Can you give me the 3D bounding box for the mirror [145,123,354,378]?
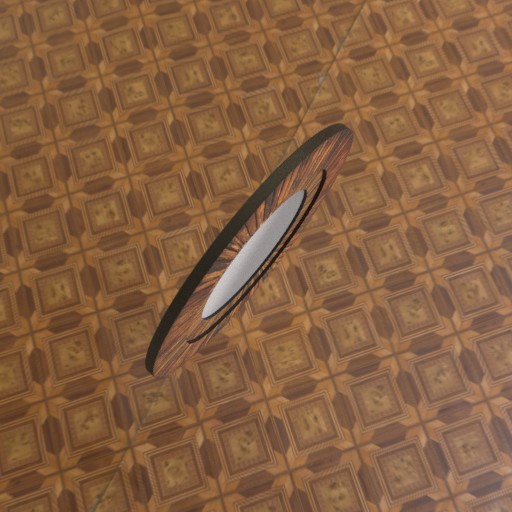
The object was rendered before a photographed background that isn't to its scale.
[{"bbox_3d":[0.000,0.000,1.603,0.036,1.077,1.077,38,78,9],"label":"mirror"}]
